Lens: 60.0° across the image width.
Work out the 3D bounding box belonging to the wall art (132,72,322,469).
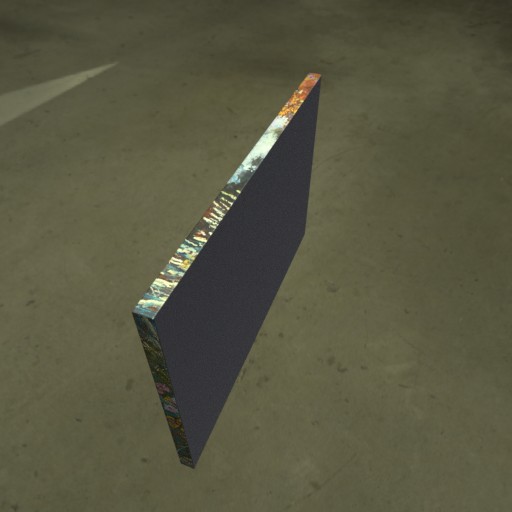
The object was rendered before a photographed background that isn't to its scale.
[{"bbox_3d":[0.000,0.000,1.163,0.037,0.604,0.908,16,47,15],"label":"wall art"}]
